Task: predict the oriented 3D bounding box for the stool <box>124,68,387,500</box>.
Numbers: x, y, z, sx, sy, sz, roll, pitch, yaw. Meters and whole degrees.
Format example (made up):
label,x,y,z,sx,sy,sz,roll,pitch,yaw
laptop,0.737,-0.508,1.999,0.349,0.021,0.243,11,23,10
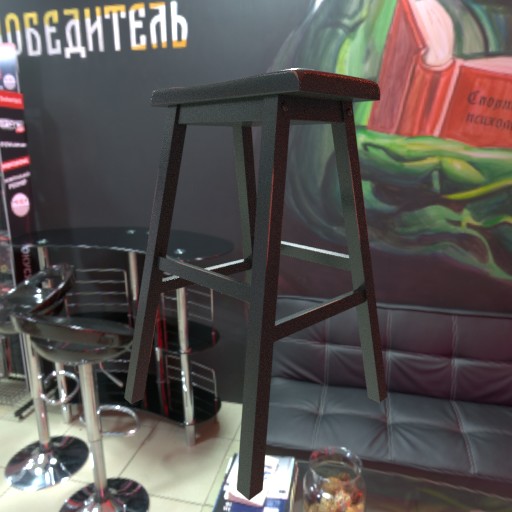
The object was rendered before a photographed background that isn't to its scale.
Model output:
label,x,y,z,sx,sy,sz,roll,pitch,yaw
stool,0.000,0.000,1.021,0.476,0.737,0.457,-14,20,-42
